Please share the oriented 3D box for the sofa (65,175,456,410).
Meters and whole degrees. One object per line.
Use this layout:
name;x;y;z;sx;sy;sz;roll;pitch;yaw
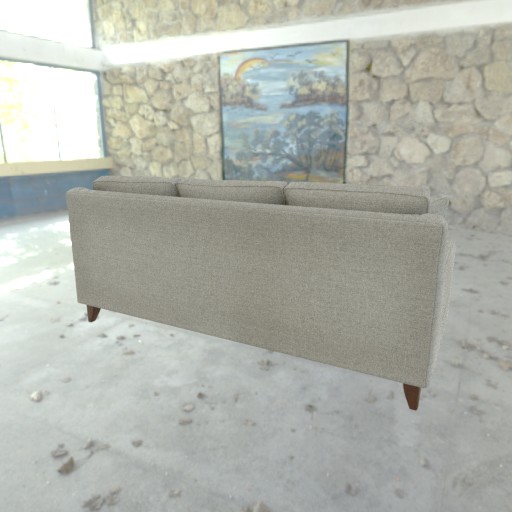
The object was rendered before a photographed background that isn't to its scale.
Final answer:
sofa;0.000;0.000;2.509;2.031;0.914;0.865;8;17;27
